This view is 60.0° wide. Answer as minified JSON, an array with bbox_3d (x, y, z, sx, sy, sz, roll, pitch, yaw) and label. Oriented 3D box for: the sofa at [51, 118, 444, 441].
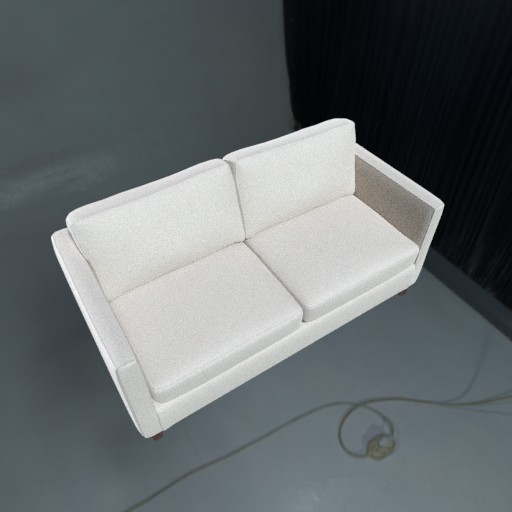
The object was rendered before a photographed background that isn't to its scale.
[{"bbox_3d":[0.000,0.000,2.271,1.722,0.888,0.873,-25,51,-22],"label":"sofa"}]
